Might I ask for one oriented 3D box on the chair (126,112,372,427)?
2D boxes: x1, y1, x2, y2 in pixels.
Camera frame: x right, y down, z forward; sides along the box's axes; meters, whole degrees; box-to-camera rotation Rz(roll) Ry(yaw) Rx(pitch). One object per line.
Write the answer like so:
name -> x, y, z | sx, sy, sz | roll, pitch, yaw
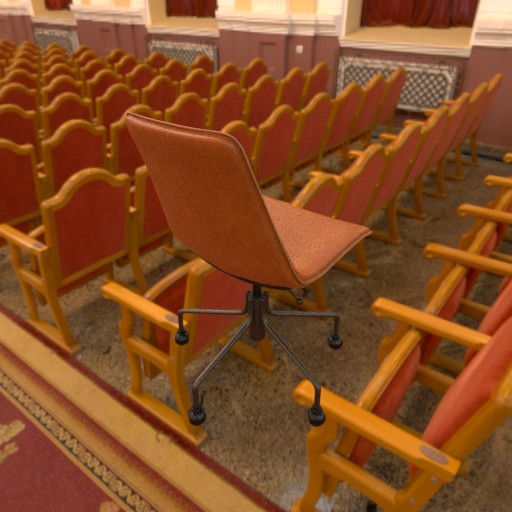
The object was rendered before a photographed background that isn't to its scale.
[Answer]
chair -> 0.000, 0.000, 1.352 | 0.651, 0.920, 0.660 | 22, 37, 32
